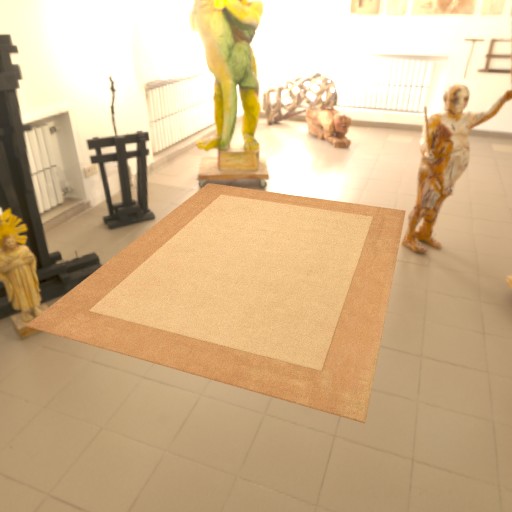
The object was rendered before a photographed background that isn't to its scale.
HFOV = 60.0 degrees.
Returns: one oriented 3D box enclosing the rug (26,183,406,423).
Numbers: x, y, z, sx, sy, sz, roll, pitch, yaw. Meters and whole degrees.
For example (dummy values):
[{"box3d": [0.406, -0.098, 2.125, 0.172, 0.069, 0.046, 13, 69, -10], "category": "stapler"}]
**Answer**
[{"box3d": [0.000, 0.000, 4.084, 2.438, 0.014, 3.048, 11, 32, 17], "category": "rug"}]
